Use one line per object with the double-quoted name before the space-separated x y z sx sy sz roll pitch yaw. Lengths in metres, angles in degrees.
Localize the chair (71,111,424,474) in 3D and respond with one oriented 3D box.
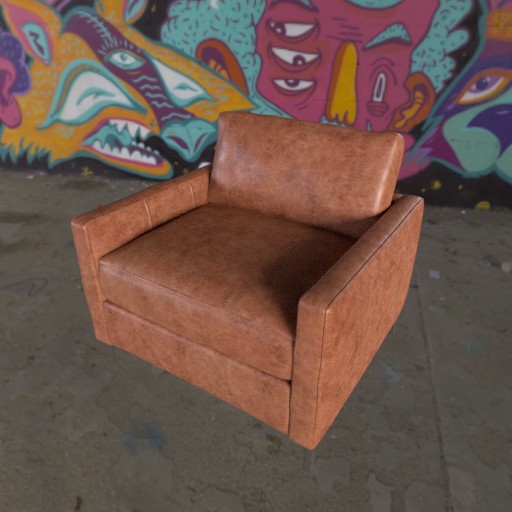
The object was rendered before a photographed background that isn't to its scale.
"chair" 0.000 0.000 1.626 0.967 0.869 0.862 17 33 28
